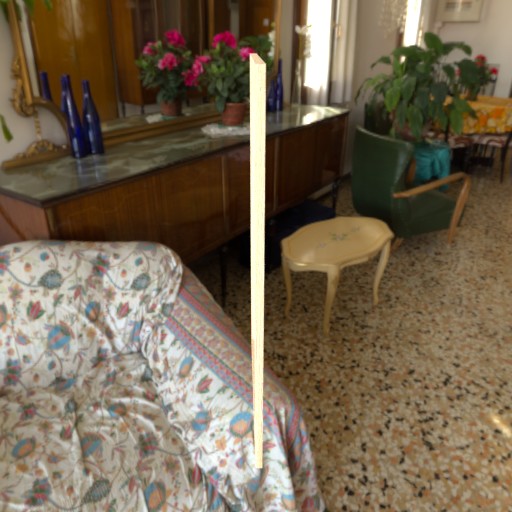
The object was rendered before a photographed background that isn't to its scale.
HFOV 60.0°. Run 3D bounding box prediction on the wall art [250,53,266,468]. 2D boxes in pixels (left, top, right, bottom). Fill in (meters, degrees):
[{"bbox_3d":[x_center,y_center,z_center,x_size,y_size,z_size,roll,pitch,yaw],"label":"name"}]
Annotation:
[{"bbox_3d":[0.000,0.000,0.835,0.013,0.683,0.381,-1,26,-1],"label":"wall art"}]
